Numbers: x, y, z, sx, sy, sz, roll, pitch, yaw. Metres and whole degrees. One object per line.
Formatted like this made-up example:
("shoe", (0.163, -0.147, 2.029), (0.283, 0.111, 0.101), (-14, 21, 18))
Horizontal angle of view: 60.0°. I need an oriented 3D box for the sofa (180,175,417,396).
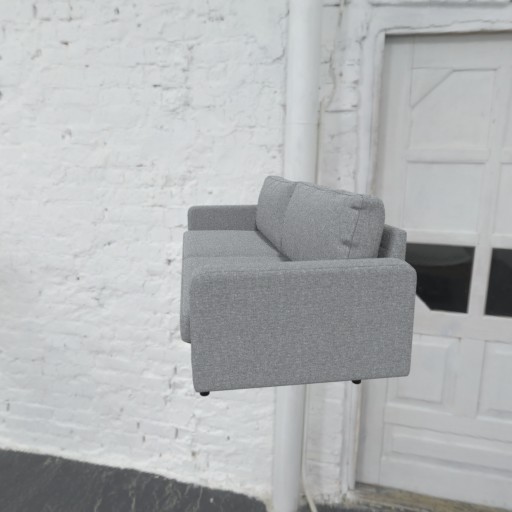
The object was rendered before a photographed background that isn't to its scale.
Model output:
("sofa", (0.000, 0.000, 2.660), (0.880, 0.880, 2.200), (-2, 13, -9))
